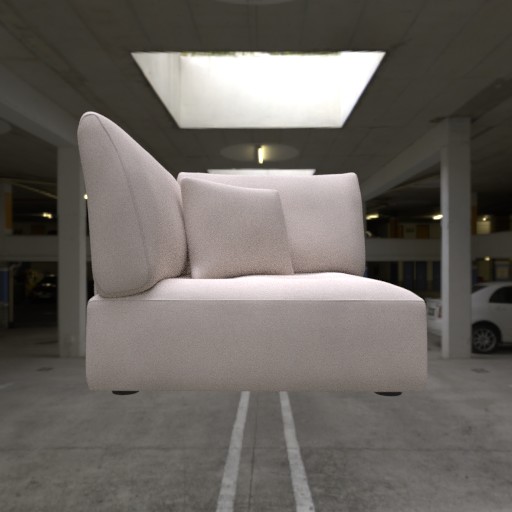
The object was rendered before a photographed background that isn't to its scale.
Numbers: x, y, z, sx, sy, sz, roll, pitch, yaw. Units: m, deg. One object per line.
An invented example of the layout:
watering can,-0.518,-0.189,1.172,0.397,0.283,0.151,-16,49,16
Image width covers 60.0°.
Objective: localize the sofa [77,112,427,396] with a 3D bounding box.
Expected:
sofa,0.000,0.000,1.709,1.000,0.820,1.000,0,0,1
